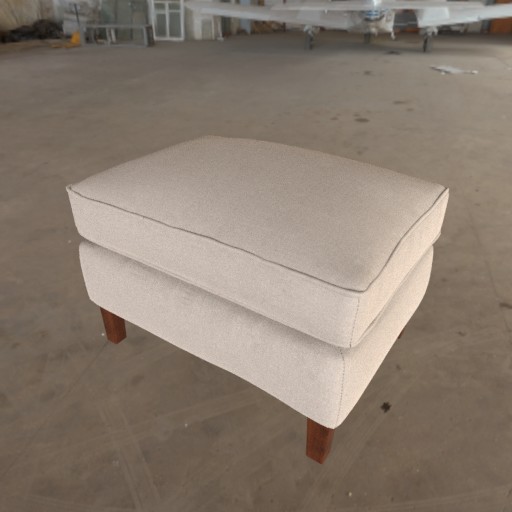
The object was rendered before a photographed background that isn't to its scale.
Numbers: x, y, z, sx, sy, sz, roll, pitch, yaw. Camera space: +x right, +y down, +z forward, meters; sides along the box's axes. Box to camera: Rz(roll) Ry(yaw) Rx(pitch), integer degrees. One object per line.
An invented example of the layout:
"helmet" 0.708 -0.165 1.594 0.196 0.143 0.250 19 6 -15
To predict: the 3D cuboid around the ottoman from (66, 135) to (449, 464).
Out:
"ottoman" 0.000 0.000 0.980 0.665 0.456 0.501 20 36 29
